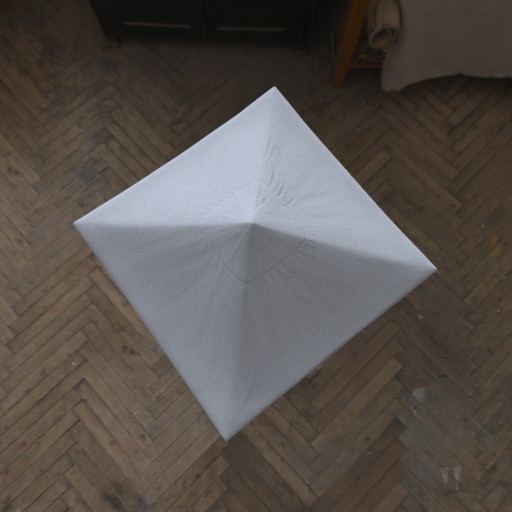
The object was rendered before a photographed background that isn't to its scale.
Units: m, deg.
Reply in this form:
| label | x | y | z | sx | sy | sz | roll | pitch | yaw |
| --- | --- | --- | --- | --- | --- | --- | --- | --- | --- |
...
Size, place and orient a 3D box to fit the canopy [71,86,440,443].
| label | x | y | z | sx | sy | sz | roll | pitch | yaw |
| --- | --- | --- | --- | --- | --- | --- | --- | --- | --- |
| canopy | 0.000 | 0.000 | 5.598 | 3.121 | 2.997 | 3.043 | -37 | 79 | -9 |
